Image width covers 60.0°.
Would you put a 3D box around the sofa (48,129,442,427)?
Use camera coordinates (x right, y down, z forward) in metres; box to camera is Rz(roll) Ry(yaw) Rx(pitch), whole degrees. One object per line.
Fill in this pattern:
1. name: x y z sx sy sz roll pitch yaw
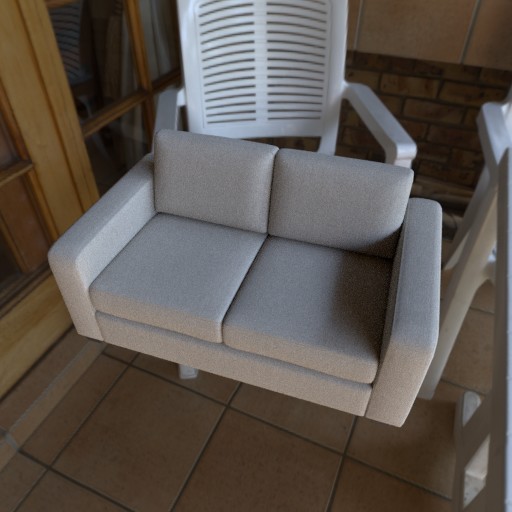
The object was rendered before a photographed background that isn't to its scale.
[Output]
1. sofa: 0.000 0.000 2.035 1.540 0.800 0.900 12 43 14
